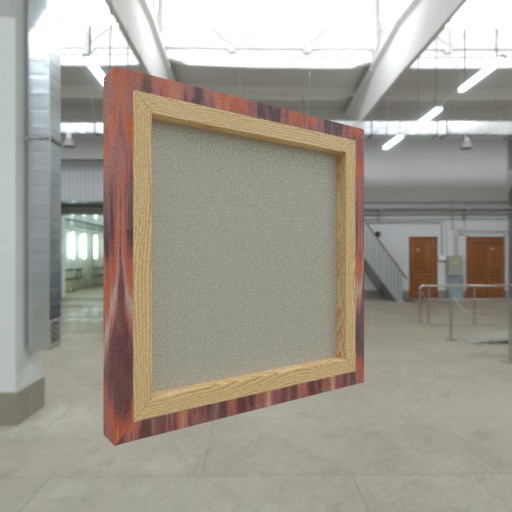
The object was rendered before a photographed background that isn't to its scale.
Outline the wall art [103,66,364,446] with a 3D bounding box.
[{"bbox_3d":[0.000,0.000,0.607,0.403,0.406,0.038,0,0,-36],"label":"wall art"}]
